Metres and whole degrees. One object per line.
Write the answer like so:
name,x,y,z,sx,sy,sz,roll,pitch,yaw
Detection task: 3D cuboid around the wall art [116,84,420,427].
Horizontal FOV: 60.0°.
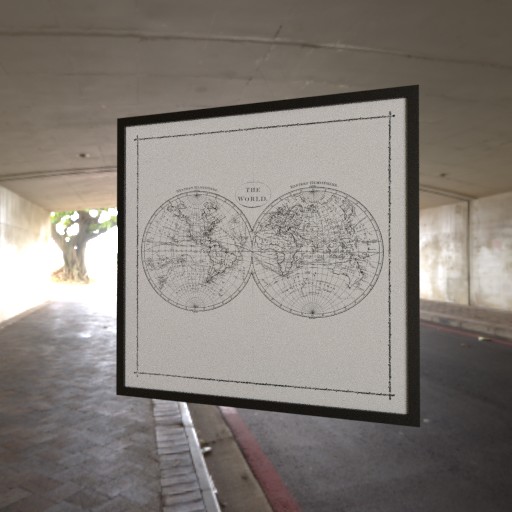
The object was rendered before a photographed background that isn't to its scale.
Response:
wall art,0.000,0.000,0.474,0.327,0.318,0.029,0,-1,18
